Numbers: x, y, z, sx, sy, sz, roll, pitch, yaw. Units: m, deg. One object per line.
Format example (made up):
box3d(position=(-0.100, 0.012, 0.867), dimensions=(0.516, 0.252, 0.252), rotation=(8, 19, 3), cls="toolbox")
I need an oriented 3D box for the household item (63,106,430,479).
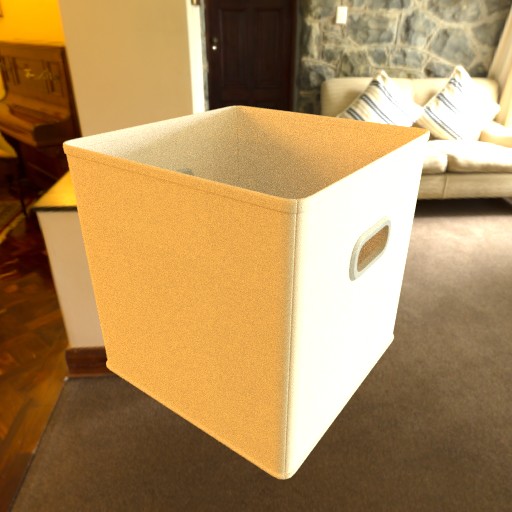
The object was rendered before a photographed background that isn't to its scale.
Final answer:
box3d(position=(0.000, 0.000, 0.568), dimensions=(0.305, 0.305, 0.305), rotation=(19, 33, 32), cls="household item")
